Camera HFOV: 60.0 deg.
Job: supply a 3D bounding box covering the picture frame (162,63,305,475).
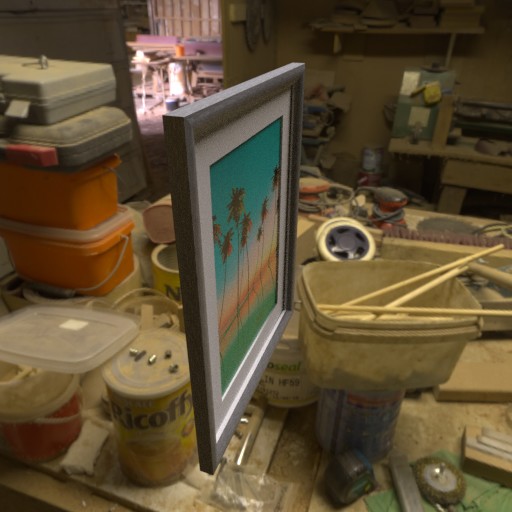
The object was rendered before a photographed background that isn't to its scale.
[{"bbox_3d":[0.000,0.000,0.755,0.029,0.559,0.454,11,32,18],"label":"picture frame"}]
